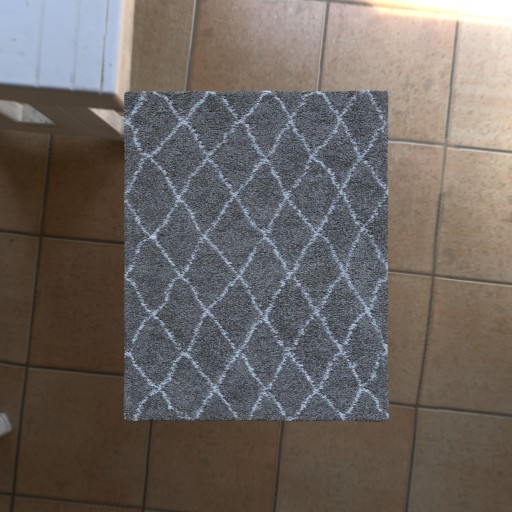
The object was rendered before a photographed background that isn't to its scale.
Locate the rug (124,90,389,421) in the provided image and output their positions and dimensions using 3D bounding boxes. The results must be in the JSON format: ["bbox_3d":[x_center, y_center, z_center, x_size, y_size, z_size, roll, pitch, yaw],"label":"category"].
[{"bbox_3d":[0.000,0.000,4.092,2.438,0.029,3.047,0,90,0],"label":"rug"}]
